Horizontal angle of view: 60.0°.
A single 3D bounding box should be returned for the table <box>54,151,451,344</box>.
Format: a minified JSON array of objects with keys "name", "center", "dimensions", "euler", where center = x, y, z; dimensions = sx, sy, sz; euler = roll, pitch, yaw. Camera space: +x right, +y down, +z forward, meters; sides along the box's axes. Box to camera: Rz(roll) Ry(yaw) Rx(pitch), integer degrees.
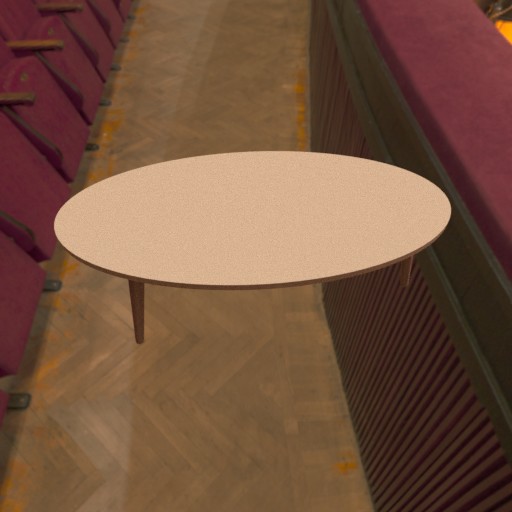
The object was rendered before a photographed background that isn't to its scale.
[{"name":"table","center":[0.000,0.000,1.363],"dimensions":[1.083,0.390,0.542],"euler":[-3,47,-3]}]
